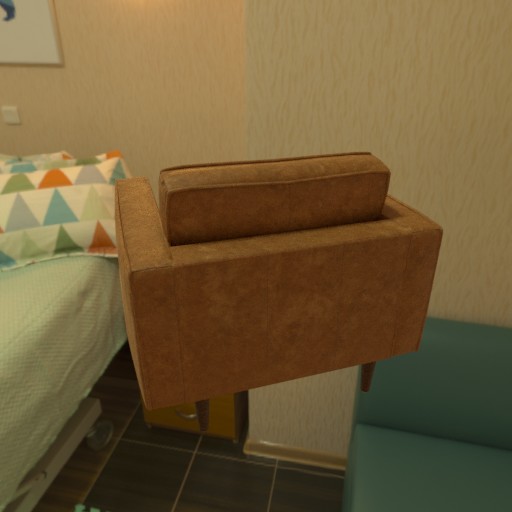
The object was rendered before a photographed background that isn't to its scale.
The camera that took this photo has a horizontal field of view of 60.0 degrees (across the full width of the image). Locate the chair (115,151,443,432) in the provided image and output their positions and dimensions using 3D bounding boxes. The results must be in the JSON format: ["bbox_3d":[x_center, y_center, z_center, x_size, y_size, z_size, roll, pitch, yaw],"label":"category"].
[{"bbox_3d":[0.000,0.000,1.553,0.928,0.767,0.798,-8,27,-16],"label":"chair"}]
